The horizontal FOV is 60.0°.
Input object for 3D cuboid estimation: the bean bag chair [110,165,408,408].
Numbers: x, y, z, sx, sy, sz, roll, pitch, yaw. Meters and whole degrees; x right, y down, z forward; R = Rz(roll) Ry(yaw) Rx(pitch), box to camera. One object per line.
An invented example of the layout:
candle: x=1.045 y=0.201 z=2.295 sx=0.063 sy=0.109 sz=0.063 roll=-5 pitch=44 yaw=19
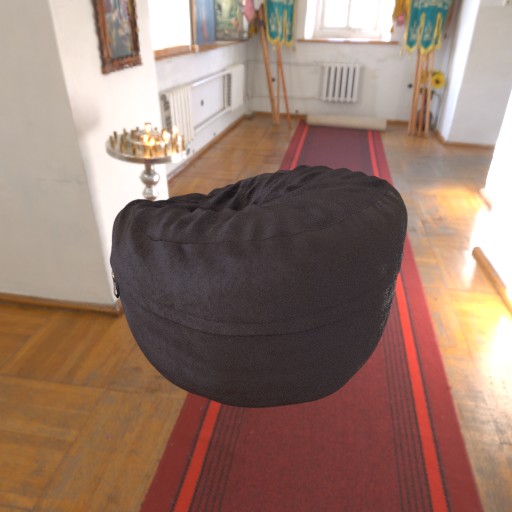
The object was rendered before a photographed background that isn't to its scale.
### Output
bean bag chair: x=0.000 y=0.000 z=1.994 sx=1.245 sy=0.821 sz=1.245 roll=0 pitch=30 yaw=0
